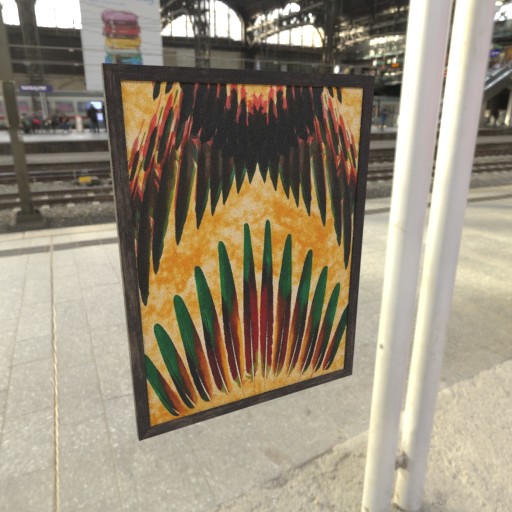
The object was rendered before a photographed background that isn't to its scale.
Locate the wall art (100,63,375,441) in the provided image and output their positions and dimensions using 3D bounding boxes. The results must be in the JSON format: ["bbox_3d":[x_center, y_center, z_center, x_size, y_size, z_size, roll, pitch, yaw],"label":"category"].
[{"bbox_3d":[0.000,0.000,1.377,0.812,1.066,0.029,-9,20,-25],"label":"wall art"}]
